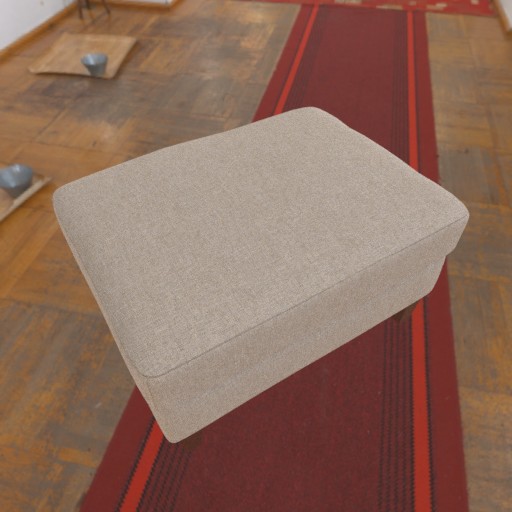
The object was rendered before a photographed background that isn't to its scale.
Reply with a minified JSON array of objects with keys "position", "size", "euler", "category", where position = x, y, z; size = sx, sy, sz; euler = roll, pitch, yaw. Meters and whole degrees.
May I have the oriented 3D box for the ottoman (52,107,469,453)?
[{"position":[0.000,0.000,1.277],"size":[0.898,0.519,0.677],"euler":[-24,51,-22],"category":"ottoman"}]
